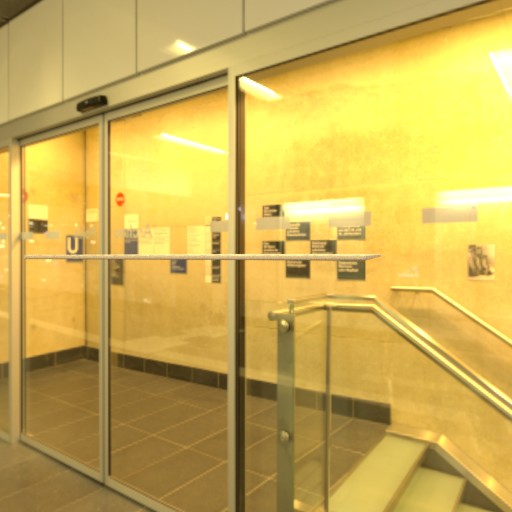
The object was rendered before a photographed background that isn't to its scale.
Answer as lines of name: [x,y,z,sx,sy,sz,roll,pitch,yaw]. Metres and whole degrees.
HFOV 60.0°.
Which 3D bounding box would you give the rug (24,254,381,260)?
rug: [0.000,0.000,2.318,1.222,0.015,1.828,0,0,17]
